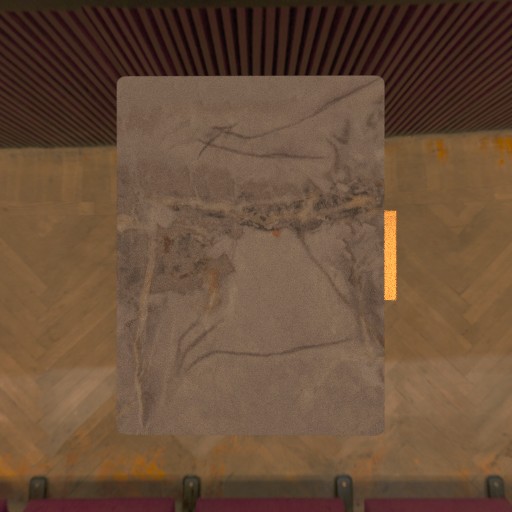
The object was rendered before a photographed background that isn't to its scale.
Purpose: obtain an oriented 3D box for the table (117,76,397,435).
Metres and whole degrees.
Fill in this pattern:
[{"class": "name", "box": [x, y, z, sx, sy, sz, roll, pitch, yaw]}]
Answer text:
[{"class": "table", "box": [0.000, 0.000, 0.902, 0.400, 0.570, 0.500, 0, 90, 0]}]
